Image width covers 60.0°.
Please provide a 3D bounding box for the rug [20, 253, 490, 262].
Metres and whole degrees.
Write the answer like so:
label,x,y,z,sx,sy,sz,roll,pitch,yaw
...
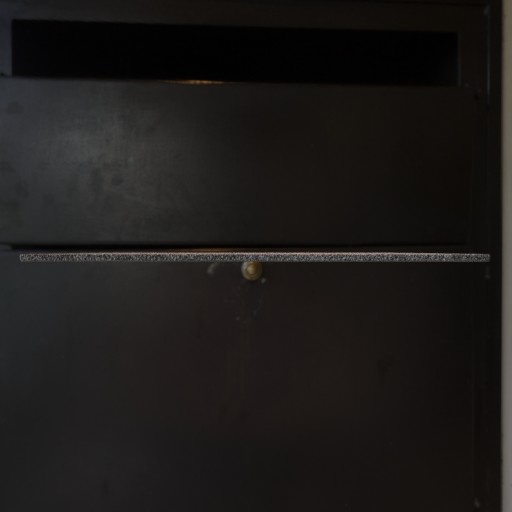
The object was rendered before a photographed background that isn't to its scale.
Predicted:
label,x,y,z,sx,sy,sz,roll,pitch,yaw
rug,0.000,0.000,2.099,1.601,0.025,1.198,0,1,1
